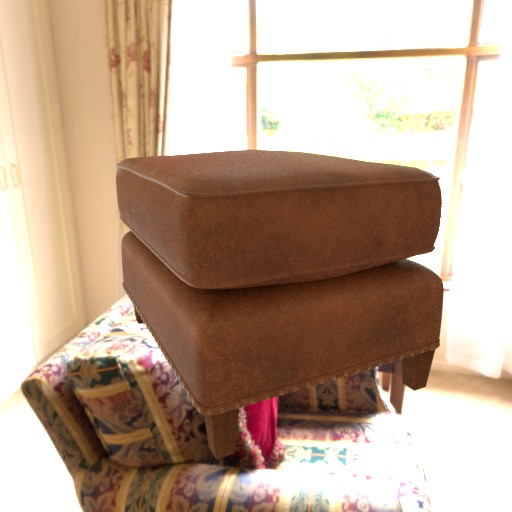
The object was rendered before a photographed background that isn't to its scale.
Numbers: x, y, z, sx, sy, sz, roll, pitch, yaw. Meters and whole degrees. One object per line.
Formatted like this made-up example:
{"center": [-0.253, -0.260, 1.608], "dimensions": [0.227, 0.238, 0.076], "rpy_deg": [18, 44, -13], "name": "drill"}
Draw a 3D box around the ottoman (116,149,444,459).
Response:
{"center": [0.000, 0.000, 1.148], "dimensions": [0.589, 0.537, 0.738], "rpy_deg": [-8, 18, -25], "name": "ottoman"}
